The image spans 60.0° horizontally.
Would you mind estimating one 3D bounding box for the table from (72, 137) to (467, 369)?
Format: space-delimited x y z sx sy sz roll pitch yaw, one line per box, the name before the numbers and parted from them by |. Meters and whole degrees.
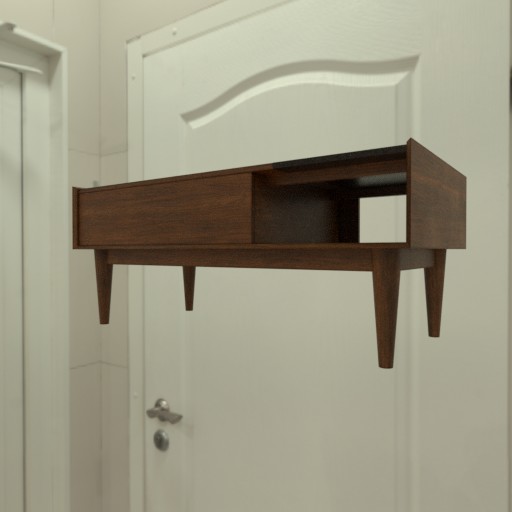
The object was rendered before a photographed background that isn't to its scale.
table | 0.000 0.000 1.526 1.221 0.508 0.610 0 1 35
